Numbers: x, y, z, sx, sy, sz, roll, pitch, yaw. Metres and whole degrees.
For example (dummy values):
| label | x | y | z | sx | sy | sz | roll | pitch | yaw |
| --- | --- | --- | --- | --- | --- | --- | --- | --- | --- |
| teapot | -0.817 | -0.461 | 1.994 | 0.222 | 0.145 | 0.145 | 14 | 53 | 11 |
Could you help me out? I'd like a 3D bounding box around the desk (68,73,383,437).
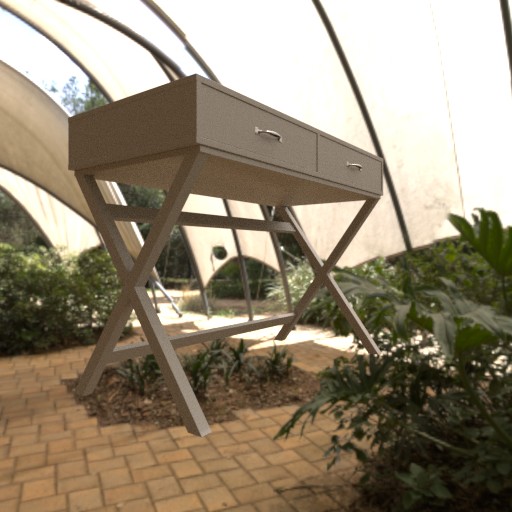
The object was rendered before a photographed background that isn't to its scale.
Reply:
| label | x | y | z | sx | sy | sz | roll | pitch | yaw |
| --- | --- | --- | --- | --- | --- | --- | --- | --- | --- |
| desk | 0.000 | 0.000 | 1.509 | 0.525 | 0.780 | 1.057 | 0 | 0 | 37 |
